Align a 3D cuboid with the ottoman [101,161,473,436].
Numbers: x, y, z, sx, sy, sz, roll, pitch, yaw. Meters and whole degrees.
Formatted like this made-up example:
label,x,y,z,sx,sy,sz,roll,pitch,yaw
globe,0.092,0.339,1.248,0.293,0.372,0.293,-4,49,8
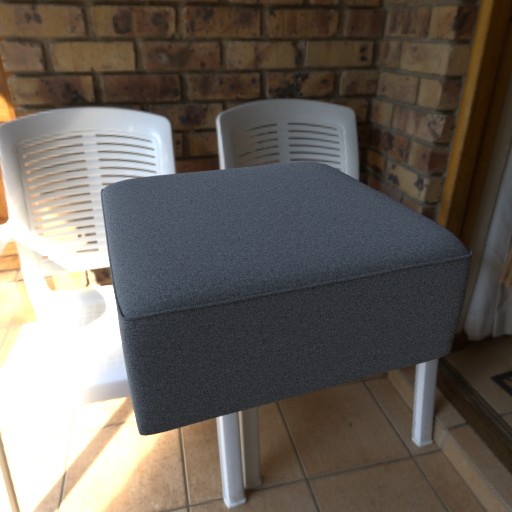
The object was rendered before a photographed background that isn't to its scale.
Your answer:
label,x,y,z,sx,sy,sz,roll,pitch,yaw
ottoman,0.000,0.000,1.617,1.005,0.464,1.015,-9,28,-17
